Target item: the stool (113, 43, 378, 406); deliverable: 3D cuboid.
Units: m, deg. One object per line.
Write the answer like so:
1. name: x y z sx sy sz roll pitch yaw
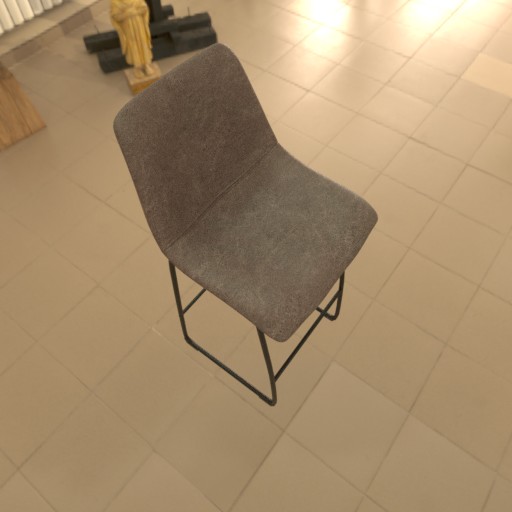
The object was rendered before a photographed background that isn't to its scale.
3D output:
1. stool: 0.000 0.000 1.407 0.561 1.082 0.514 32 62 19
